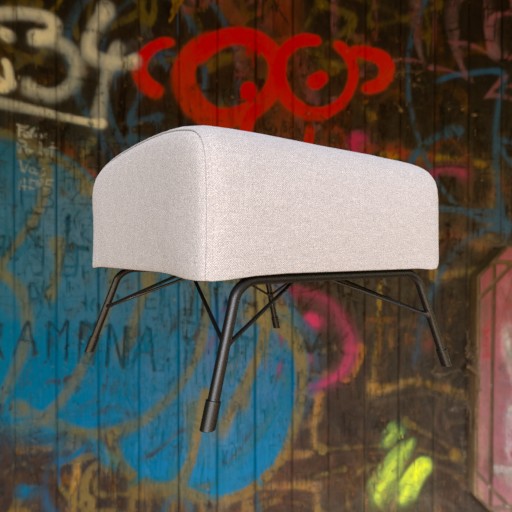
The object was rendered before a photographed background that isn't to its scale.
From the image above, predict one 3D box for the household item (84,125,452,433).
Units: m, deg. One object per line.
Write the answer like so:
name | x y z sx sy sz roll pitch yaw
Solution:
household item | 0.000 0.000 0.886 0.530 0.410 0.530 0 1 -36
